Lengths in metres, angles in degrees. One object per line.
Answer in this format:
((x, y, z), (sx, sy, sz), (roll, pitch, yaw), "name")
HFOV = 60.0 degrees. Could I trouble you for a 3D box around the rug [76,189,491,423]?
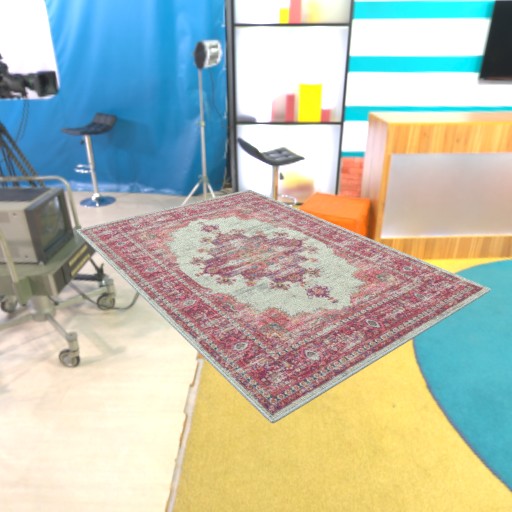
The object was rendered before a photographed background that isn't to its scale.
((0.000, 0.000, 2.805), (1.555, 0.011, 2.232), (-19, 32, -33), "rug")
